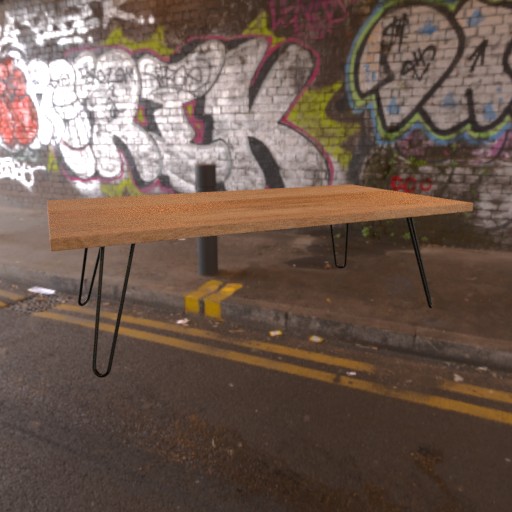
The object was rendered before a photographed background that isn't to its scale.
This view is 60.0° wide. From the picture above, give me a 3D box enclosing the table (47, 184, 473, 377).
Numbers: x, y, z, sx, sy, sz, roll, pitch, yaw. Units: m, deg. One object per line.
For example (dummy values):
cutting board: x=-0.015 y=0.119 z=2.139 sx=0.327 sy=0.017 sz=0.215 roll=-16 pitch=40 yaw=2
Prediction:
table: x=0.000 y=0.000 z=1.628 sx=1.348 sy=0.400 sz=0.699 roll=-7 pitch=16 yaw=-24
